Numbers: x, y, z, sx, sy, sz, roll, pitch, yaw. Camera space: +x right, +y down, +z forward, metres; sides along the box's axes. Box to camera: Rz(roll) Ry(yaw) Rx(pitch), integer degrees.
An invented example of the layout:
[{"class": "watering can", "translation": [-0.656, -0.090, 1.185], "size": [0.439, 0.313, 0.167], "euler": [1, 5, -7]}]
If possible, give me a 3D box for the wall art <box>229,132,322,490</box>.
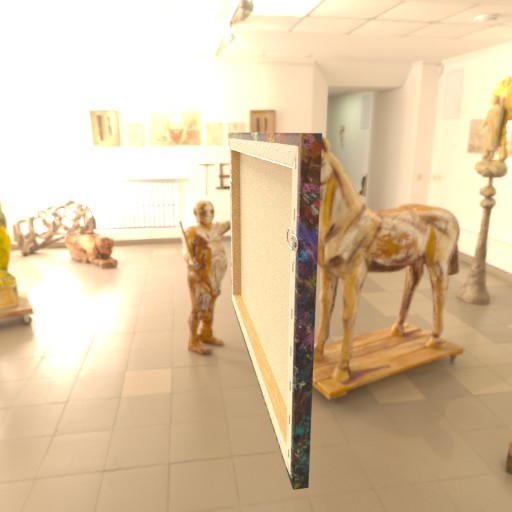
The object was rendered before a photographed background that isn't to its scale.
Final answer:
[{"class": "wall art", "translation": [0.000, 0.000, 1.418], "size": [0.042, 0.760, 1.136], "euler": [-3, 16, -9]}]
